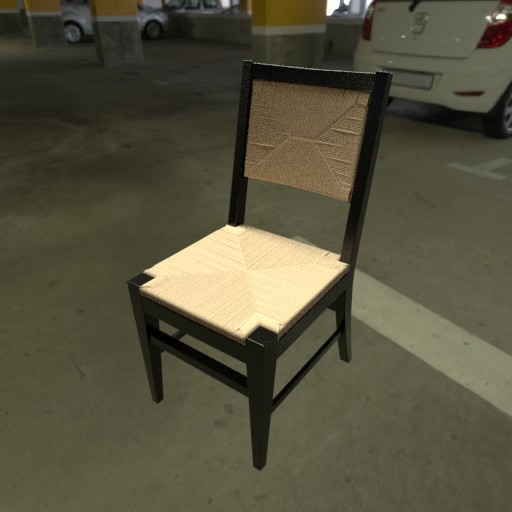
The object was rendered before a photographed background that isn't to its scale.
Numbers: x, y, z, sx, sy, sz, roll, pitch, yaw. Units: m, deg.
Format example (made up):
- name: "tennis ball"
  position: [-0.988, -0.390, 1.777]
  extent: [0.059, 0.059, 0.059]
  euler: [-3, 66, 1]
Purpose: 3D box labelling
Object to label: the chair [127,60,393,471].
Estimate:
- name: "chair"
  position: [0.000, 0.000, 1.221]
  extent: [0.437, 0.927, 0.552]
  euler: [20, 35, 30]
